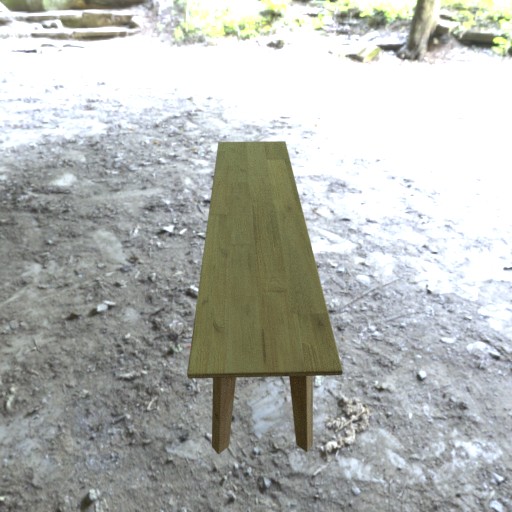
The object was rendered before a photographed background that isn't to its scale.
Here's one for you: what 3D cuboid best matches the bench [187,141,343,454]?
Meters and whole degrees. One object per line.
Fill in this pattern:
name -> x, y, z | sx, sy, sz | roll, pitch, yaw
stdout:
bench -> 0.000, 0.000, 1.898 | 0.378, 0.431, 1.698 | -1, 33, -1
